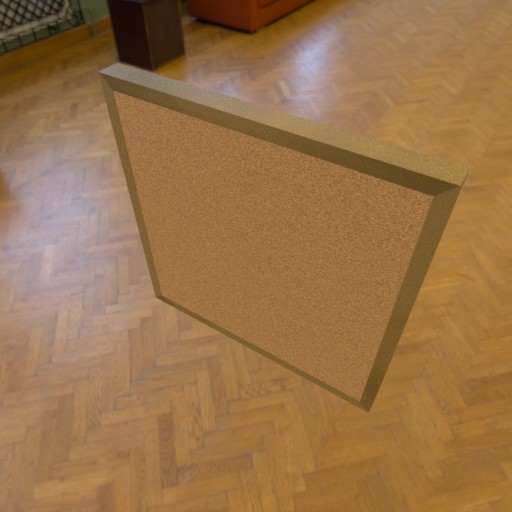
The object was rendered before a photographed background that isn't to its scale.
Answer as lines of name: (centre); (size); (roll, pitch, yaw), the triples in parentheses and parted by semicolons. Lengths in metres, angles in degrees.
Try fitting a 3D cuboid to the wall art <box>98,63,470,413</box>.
wall art: (0.000, 0.000, 0.730); (0.507, 0.508, 0.038); (24, 50, 22)
